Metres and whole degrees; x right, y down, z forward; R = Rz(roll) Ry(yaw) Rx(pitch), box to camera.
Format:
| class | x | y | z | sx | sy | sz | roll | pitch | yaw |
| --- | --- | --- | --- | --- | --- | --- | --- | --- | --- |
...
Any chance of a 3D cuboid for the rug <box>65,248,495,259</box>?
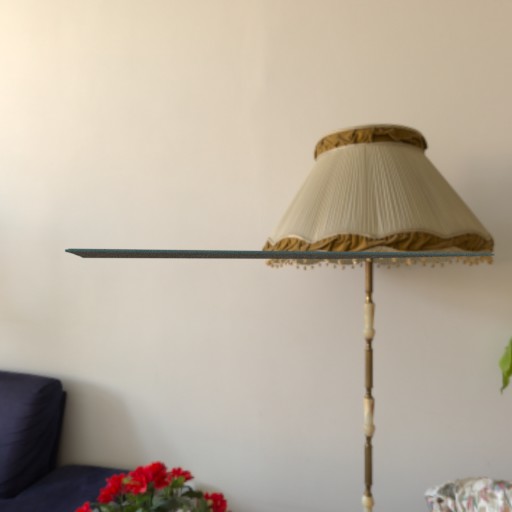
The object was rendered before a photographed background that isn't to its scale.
| class | x | y | z | sx | sy | sz | roll | pitch | yaw |
| --- | --- | --- | --- | --- | --- | --- | --- | --- | --- |
| rug | 0.000 | 0.000 | 3.934 | 2.964 | 0.018 | 2.350 | 0 | -1 | -19 |
